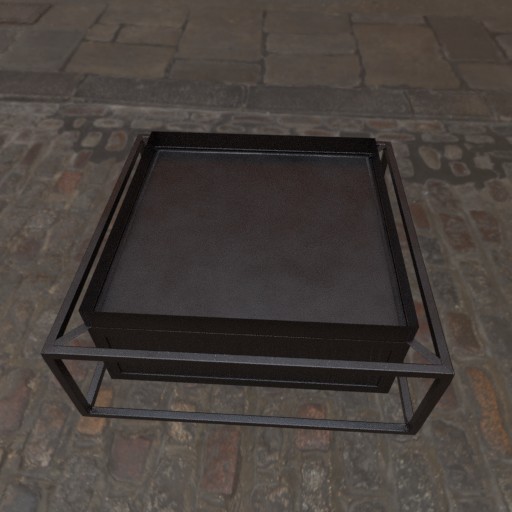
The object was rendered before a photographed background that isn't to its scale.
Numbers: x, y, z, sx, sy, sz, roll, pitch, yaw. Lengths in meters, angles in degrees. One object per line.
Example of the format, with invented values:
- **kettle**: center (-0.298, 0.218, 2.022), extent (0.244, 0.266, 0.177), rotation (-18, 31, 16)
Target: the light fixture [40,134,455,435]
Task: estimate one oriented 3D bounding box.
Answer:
- **light fixture**: center (0.000, 0.000, 0.668), extent (0.441, 0.191, 0.441), rotation (2, 47, 2)
